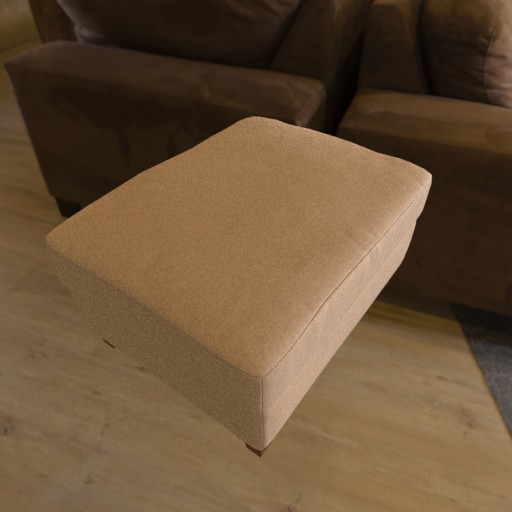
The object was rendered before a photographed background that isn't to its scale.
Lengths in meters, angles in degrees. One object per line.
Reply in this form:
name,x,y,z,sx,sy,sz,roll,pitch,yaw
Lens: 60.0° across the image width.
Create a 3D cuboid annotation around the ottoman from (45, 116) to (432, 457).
ottoman,0.000,0.000,1.326,0.692,0.511,0.902,26,48,26
